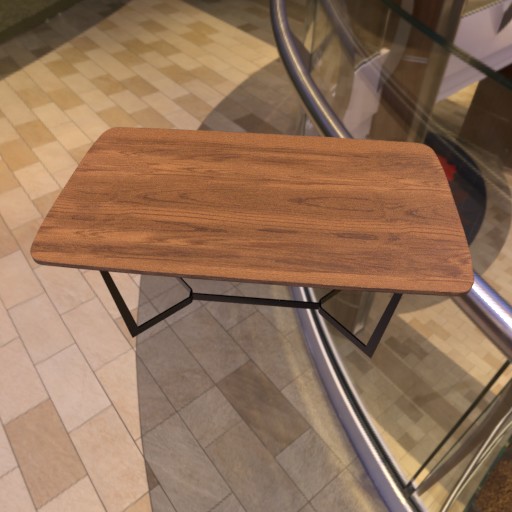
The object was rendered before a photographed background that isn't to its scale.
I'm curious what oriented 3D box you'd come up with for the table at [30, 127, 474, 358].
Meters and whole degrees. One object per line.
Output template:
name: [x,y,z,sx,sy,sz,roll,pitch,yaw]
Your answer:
table: [0.000,0.000,2.145,1.643,0.765,0.949,4,47,4]
